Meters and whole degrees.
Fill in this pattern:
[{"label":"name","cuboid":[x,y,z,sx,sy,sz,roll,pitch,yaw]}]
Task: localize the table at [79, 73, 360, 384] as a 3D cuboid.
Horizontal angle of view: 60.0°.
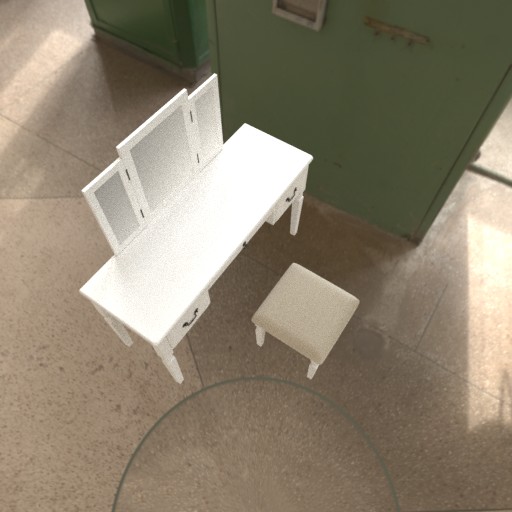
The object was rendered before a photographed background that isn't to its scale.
[{"label":"table","cuboid":[0.000,0.000,2.306,1.115,1.310,1.369,30,64,17]}]
